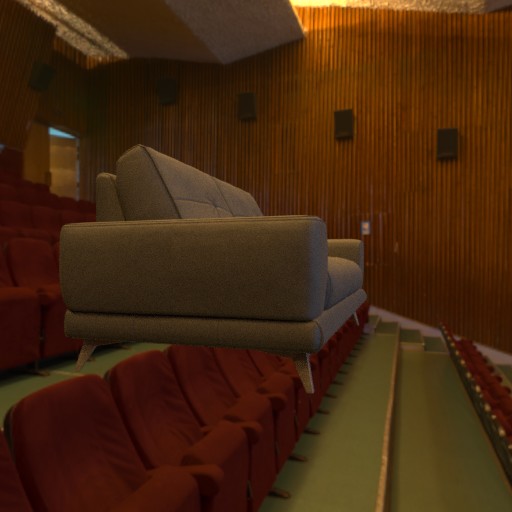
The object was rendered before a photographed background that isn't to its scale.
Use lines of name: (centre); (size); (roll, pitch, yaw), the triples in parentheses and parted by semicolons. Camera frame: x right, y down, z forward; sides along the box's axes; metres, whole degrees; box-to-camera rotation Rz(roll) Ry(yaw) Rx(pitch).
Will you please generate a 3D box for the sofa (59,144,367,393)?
sofa: (0.000, 0.000, 2.343); (1.018, 0.907, 1.806); (0, -1, 18)
